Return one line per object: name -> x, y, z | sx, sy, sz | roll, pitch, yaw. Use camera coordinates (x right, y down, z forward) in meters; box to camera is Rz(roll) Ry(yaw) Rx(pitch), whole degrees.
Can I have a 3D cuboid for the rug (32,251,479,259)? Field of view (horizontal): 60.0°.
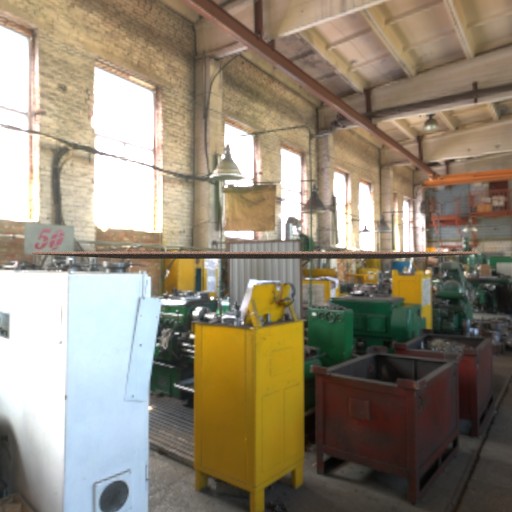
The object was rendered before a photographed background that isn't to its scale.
rug -> 0.000, 0.000, 3.138 | 2.390, 0.015, 1.609 | 0, -1, 1
